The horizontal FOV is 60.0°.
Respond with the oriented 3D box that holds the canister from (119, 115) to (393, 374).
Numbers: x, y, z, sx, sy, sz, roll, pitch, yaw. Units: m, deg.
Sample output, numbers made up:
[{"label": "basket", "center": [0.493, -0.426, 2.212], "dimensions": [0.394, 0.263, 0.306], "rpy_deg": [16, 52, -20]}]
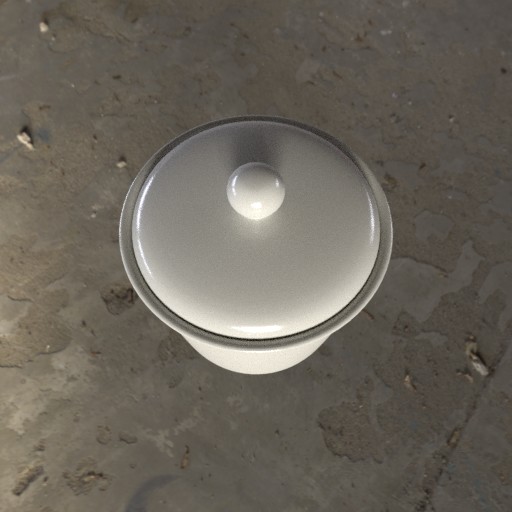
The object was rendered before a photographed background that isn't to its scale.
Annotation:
[{"label": "canister", "center": [0.000, 0.000, 0.349], "dimensions": [0.182, 0.208, 0.182], "rpy_deg": [0, 64, 0]}]
